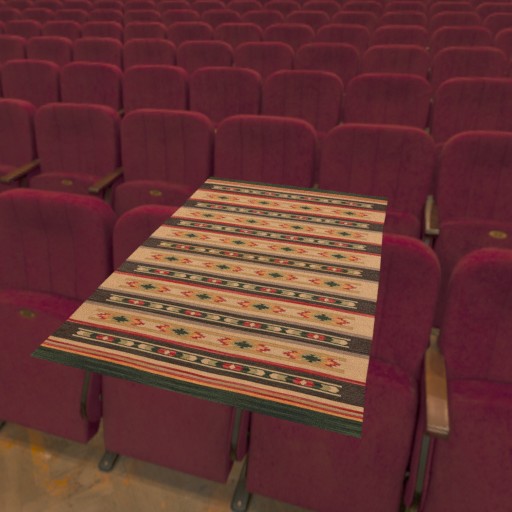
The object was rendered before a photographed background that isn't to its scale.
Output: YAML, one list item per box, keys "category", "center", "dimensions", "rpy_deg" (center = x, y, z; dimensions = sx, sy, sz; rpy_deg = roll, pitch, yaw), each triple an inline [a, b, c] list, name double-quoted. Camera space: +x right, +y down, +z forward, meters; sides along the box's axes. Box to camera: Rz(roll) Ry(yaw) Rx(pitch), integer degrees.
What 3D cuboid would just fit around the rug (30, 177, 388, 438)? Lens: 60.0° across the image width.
- category: "rug"
  center: [0.000, 0.000, 2.245]
  dimensions: [1.221, 0.009, 1.825]
  rpy_deg: [9, 33, 14]
